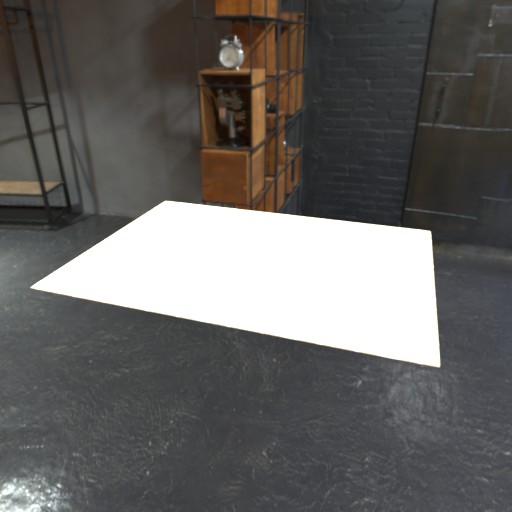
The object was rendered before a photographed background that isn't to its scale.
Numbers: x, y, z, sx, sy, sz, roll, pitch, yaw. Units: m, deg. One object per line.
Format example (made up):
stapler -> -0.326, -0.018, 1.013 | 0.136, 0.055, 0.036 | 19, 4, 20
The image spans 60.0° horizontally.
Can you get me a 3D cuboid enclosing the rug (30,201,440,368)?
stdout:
rug -> 0.000, 0.000, 4.424 | 3.353, 0.010, 2.438 | 8, 27, 16
